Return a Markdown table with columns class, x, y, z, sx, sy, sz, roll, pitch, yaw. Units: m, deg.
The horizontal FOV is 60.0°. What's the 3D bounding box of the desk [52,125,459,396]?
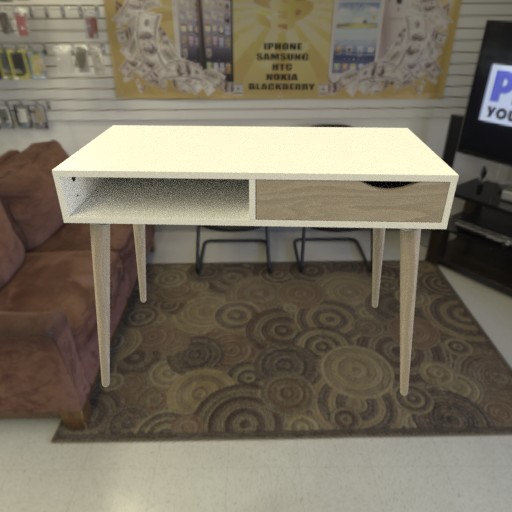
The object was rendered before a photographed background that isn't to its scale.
| class | x | y | z | sx | sy | sz | roll | pitch | yaw |
| --- | --- | --- | --- | --- | --- | --- | --- | --- | --- |
| desk | 0.000 | 0.000 | 1.446 | 0.979 | 0.723 | 0.491 | 1 | 29 | 2 |
